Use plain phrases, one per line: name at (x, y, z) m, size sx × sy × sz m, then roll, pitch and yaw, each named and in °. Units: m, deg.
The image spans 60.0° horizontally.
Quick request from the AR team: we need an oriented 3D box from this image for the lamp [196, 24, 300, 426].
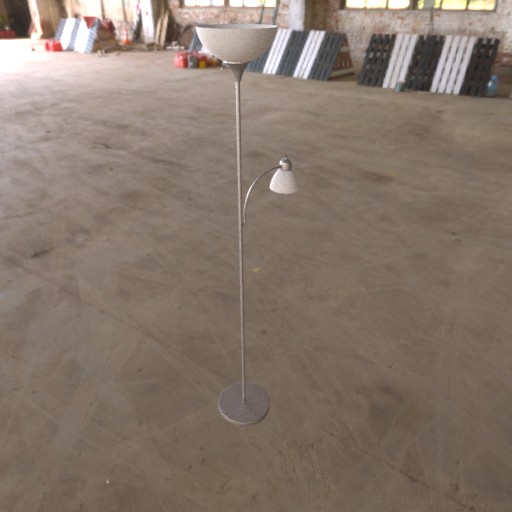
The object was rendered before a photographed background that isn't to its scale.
lamp at (0.000, 0.000, 1.952) m, size 0.425 × 1.804 × 0.279 m, roll -19°, pitch 36°, yaw -29°
